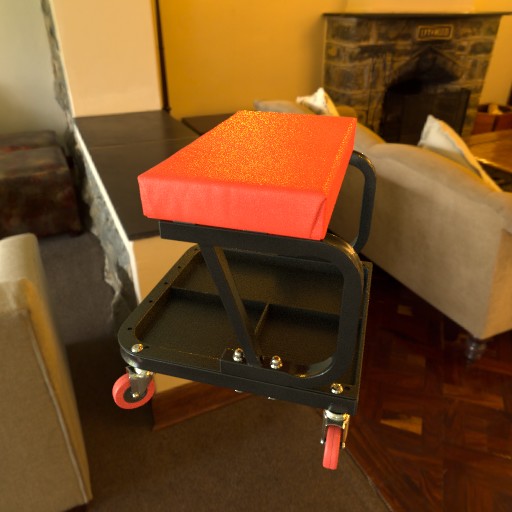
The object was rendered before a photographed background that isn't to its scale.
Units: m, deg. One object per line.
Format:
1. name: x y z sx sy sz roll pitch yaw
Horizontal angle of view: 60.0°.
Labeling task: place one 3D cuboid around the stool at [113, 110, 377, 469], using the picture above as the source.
1. stool: 0.000 0.000 0.715 0.371 0.380 0.446 8 30 14
